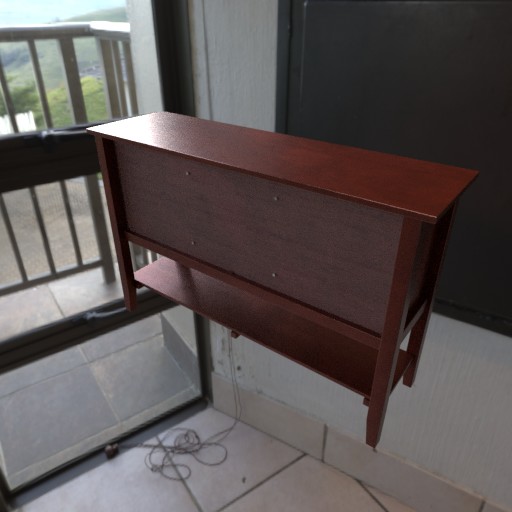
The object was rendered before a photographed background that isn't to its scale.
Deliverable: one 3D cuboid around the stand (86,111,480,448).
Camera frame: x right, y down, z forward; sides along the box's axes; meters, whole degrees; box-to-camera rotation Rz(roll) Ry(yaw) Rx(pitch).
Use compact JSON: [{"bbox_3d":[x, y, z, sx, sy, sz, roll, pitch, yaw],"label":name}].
[{"bbox_3d":[0.000,0.000,1.746,1.362,0.872,0.410,21,36,31],"label":"stand"}]
